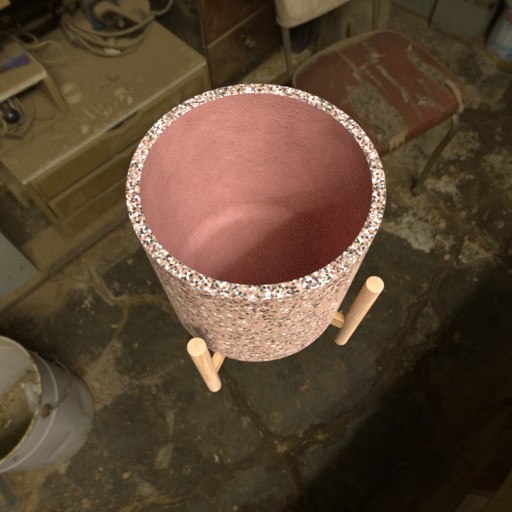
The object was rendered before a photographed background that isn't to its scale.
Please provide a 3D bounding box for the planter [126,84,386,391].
[{"bbox_3d":[0.000,0.000,0.708,0.360,0.419,0.360,-39,70,-17],"label":"planter"}]
